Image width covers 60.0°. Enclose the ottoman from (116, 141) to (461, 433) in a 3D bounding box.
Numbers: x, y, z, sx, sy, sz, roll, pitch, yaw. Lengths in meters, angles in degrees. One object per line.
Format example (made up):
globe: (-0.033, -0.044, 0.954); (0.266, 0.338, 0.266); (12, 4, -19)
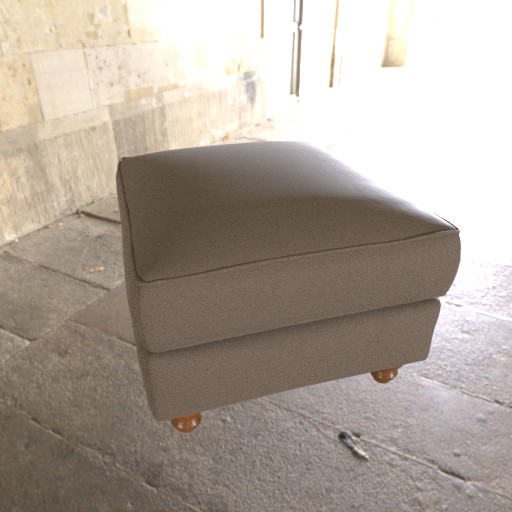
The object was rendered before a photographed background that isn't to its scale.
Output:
ottoman: (0.000, 0.000, 1.146); (0.662, 0.505, 0.721); (-9, 30, -15)
